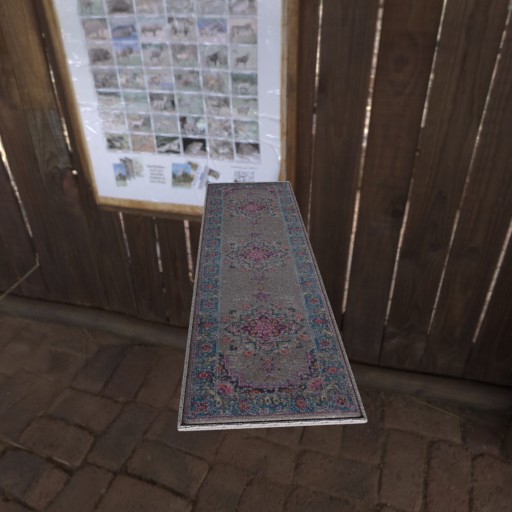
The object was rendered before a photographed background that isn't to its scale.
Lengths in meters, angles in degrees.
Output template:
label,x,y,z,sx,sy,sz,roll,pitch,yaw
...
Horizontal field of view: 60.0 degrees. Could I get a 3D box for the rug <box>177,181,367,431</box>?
label,x,y,z,sx,sy,sz,roll,pitch,yaw
rug,0.000,0.000,2.507,0.659,0.019,2.297,-2,30,-3
